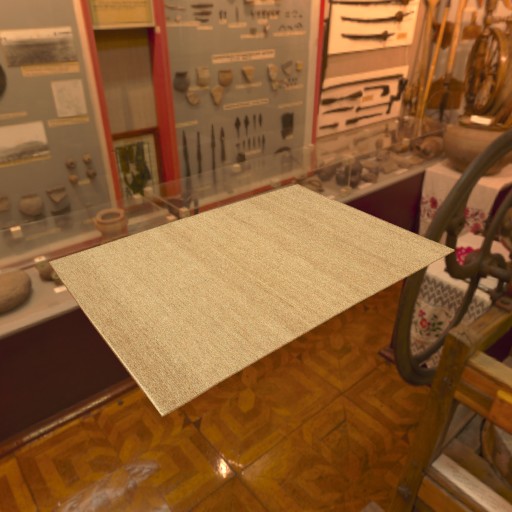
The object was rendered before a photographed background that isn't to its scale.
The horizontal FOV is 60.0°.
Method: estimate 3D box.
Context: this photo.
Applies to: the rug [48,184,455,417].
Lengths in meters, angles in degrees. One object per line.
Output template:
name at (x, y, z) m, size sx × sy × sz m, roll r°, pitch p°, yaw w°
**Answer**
rug at (0.000, 0.000, 3.021) m, size 2.283 × 0.030 × 1.596 m, roll -22°, pitch 37°, yaw -32°
